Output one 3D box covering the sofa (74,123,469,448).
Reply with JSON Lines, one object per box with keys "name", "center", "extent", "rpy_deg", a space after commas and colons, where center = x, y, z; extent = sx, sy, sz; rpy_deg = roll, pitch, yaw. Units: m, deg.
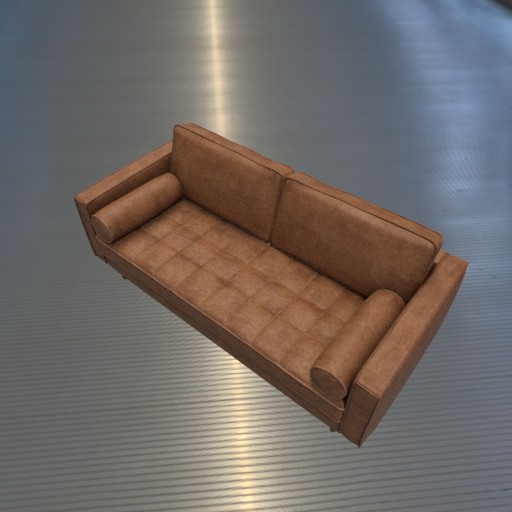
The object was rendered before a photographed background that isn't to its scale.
{"name": "sofa", "center": [0.000, 0.000, 2.413], "extent": [1.920, 0.825, 0.924], "rpy_deg": [30, 53, 26]}
